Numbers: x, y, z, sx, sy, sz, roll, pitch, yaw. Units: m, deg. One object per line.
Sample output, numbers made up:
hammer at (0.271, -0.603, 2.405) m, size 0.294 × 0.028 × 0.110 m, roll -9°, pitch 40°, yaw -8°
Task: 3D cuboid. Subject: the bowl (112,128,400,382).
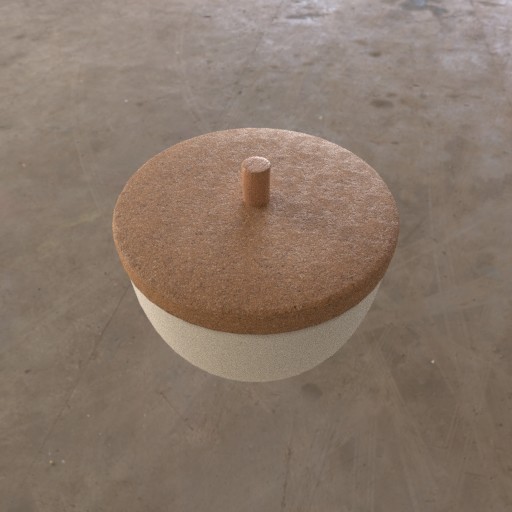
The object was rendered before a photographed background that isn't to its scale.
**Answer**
bowl at (0.000, 0.000, 0.224) m, size 0.126 × 0.110 × 0.126 m, roll 0°, pitch 47°, yaw 0°
